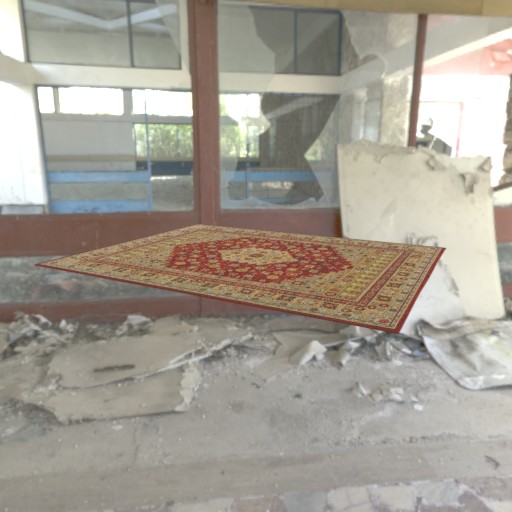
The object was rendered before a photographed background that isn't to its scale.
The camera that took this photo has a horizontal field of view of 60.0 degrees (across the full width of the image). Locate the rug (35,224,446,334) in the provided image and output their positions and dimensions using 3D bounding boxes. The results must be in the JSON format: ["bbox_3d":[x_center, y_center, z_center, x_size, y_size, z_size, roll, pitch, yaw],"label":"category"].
[{"bbox_3d":[0.000,0.000,4.124,3.053,0.013,2.387,7,15,28],"label":"rug"}]
